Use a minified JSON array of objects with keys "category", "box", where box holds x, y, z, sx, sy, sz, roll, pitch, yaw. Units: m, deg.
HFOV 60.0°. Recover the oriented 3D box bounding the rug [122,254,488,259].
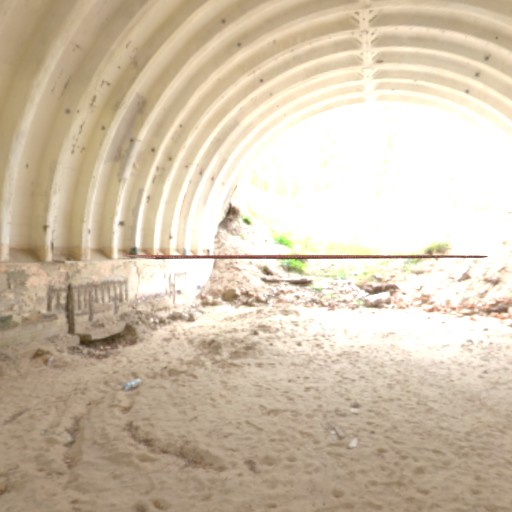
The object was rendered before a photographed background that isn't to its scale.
[{"category":"rug","box":[0.000,0.000,5.178,2.803,0.025,3.965,0,0,-20]}]
